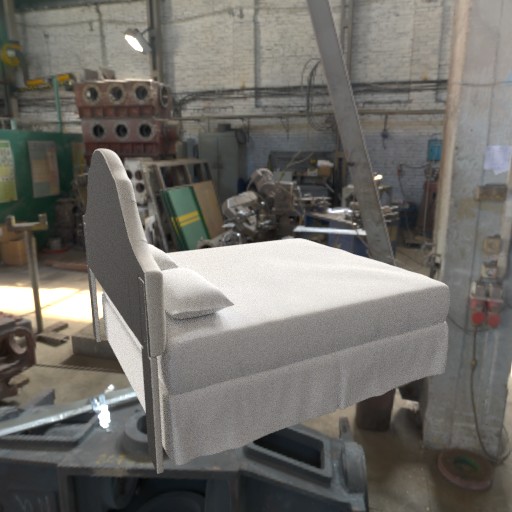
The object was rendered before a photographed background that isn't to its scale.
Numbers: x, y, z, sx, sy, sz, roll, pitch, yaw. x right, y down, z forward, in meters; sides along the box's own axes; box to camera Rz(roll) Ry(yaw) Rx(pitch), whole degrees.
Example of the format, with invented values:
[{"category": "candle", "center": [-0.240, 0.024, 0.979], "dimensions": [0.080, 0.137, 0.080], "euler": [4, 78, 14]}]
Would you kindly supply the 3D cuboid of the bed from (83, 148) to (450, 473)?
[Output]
[{"category": "bed", "center": [0.000, 0.000, 3.417], "dimensions": [2.214, 1.615, 2.008], "euler": [-7, 16, -28]}]
